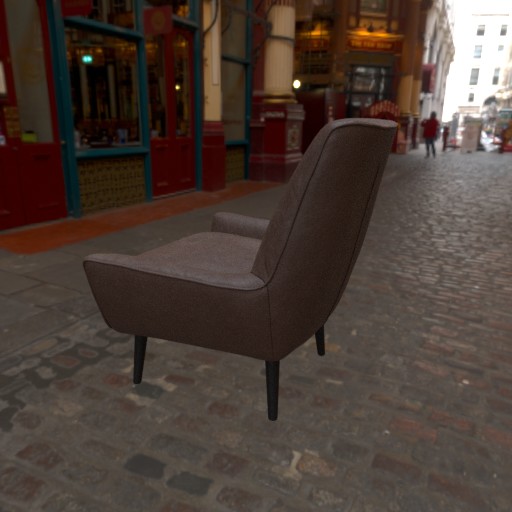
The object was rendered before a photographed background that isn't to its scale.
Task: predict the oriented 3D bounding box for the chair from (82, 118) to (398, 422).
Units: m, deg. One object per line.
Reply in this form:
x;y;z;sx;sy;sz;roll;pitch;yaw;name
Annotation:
0.000;0.000;1.500;0.824;0.888;0.787;9;19;26;chair
